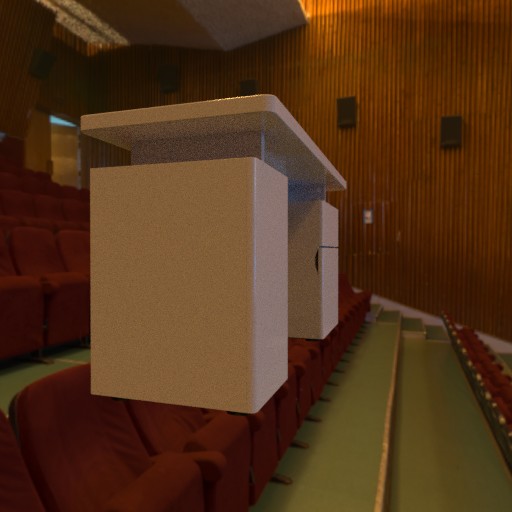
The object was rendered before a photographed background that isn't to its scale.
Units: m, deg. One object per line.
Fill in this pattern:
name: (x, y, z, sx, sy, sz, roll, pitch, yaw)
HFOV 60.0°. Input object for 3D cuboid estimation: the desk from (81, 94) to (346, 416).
desk: (0.000, 0.000, 1.769, 0.550, 0.762, 1.400, 0, 1, 18)
